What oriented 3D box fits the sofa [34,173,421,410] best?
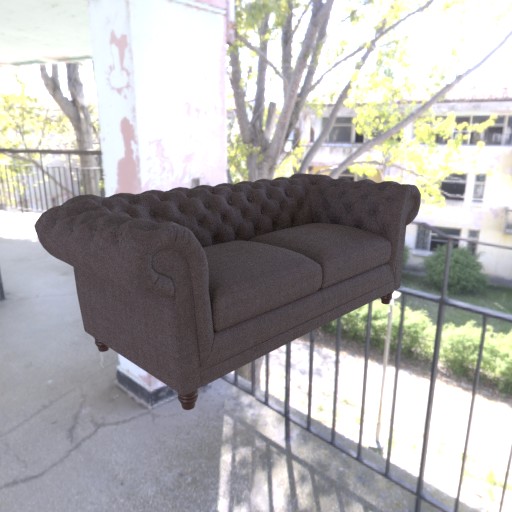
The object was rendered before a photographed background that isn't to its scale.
[{"bbox_3d":[0.000,0.000,2.468,0.944,0.780,2.048,14,21,42],"label":"sofa"}]
